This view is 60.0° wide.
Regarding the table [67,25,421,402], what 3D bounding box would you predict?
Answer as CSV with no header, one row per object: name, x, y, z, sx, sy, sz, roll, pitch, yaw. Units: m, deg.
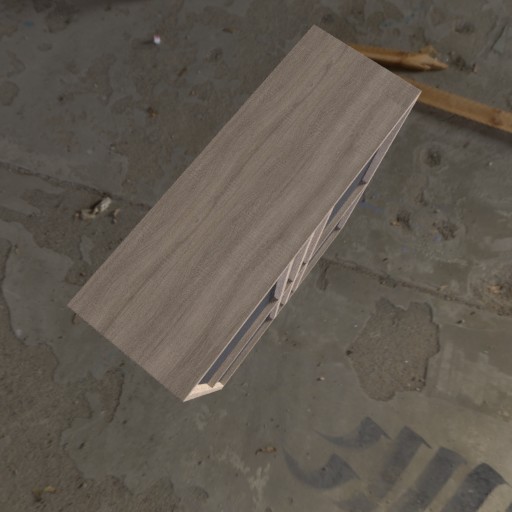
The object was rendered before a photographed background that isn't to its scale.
table,0.000,0.000,1.906,0.398,1.388,1.111,36,78,9
